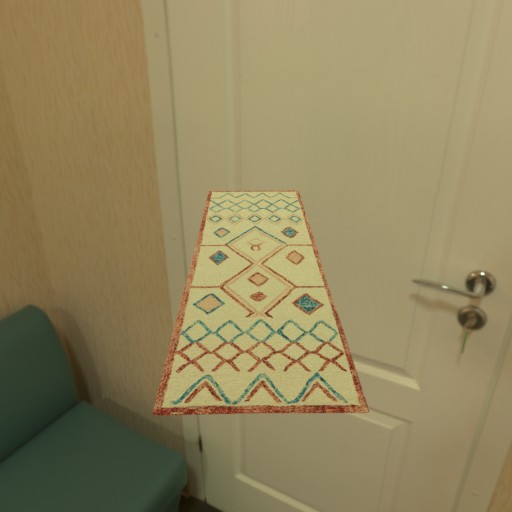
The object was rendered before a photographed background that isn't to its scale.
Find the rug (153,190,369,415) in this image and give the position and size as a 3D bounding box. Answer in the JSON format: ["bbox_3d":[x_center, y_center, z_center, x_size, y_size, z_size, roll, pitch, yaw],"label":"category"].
[{"bbox_3d":[0.000,0.000,2.617,0.750,0.011,2.435,0,26,-1],"label":"rug"}]
